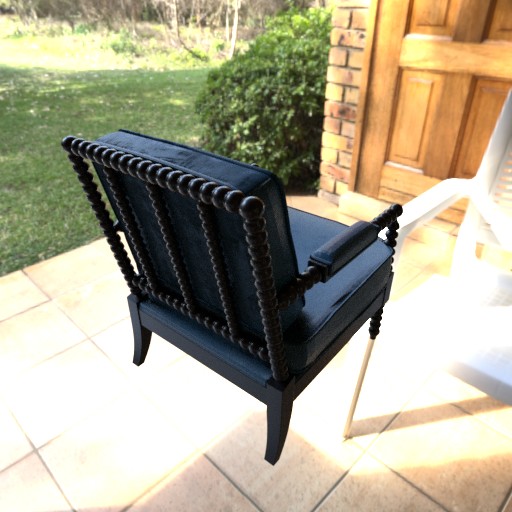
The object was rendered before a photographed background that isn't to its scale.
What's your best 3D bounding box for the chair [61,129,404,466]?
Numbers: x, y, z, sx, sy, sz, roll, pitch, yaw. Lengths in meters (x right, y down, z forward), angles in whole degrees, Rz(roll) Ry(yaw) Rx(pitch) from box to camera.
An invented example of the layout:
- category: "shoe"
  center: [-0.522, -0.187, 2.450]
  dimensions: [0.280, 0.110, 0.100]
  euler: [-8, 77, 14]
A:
- category: "chair"
  center: [0.000, 0.000, 1.423]
  dimensions: [0.688, 0.857, 0.805]
  euler: [23, 38, 32]
